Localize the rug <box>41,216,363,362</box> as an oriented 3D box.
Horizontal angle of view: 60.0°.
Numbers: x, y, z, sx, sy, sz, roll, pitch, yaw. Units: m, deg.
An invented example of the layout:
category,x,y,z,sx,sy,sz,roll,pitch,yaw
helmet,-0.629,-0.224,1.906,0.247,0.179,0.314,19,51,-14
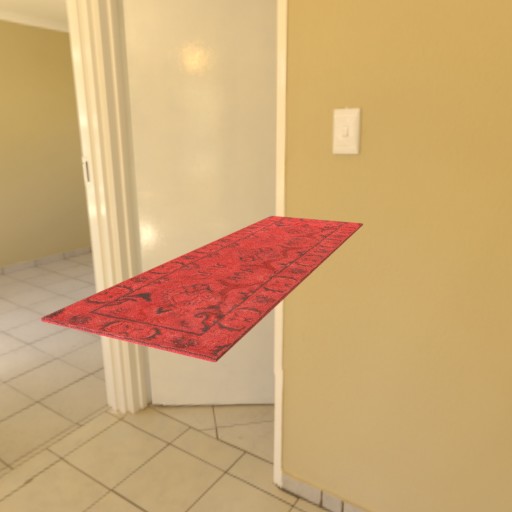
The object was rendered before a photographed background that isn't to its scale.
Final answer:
category,x,y,z,sx,sy,sz,roll,pitch,yaw
rug,0.000,0.000,2.698,0.813,0.018,2.439,7,17,23
